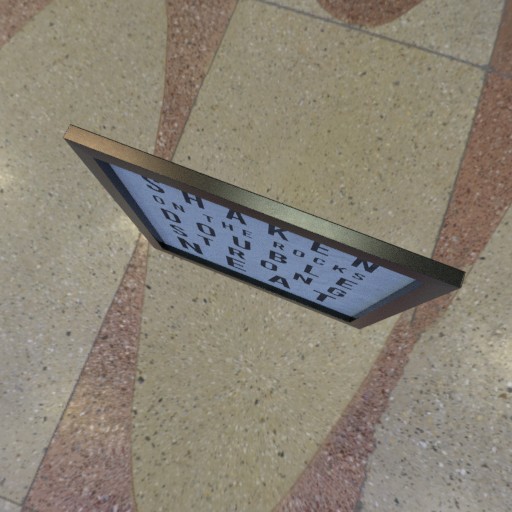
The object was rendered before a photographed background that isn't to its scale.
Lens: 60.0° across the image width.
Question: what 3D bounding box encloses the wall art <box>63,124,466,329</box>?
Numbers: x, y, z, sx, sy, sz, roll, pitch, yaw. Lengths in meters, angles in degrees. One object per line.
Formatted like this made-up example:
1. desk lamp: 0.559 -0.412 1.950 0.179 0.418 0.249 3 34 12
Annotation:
1. wall art: 0.000 0.000 0.531 0.349 0.349 0.014 21 76 5
